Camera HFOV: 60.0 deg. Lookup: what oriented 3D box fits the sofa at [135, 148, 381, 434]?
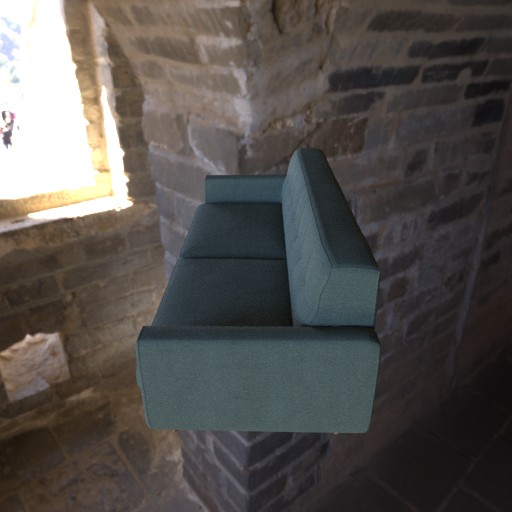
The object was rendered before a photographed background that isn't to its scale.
[{"bbox_3d":[0.000,0.000,2.483,0.909,0.841,2.029,1,27,1],"label":"sofa"}]
